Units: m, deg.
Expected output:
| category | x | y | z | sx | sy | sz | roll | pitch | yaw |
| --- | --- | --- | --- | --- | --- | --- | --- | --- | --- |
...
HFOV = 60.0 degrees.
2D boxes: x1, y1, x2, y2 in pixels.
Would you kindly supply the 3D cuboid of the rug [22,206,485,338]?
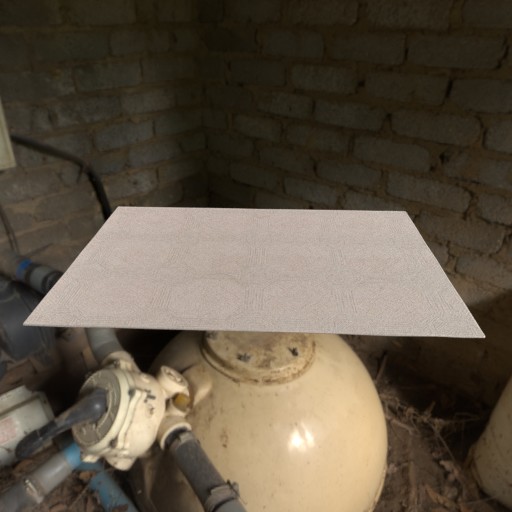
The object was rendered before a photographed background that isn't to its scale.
| category | x | y | z | sx | sy | sz | roll | pitch | yaw |
| --- | --- | --- | --- | --- | --- | --- | --- | --- | --- |
| rug | 0.000 | 0.000 | 2.290 | 1.839 | 0.009 | 1.236 | 1 | 29 | 2 |
